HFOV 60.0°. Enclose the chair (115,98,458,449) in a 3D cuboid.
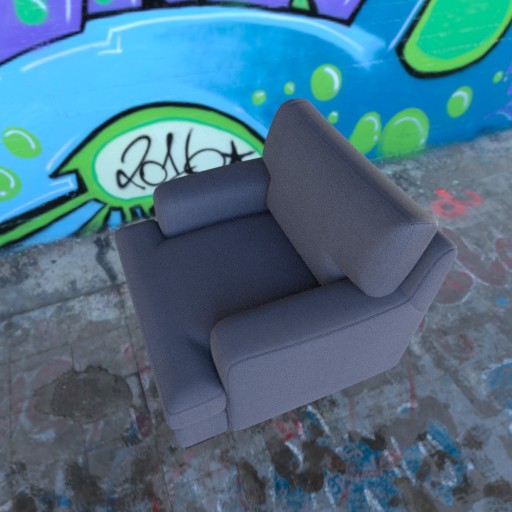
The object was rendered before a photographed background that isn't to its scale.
[{"bbox_3d":[0.000,0.000,1.997,1.143,0.940,1.168,-17,48,-16],"label":"chair"}]
